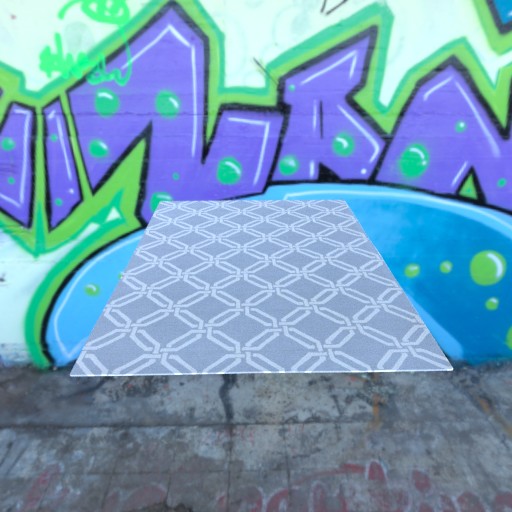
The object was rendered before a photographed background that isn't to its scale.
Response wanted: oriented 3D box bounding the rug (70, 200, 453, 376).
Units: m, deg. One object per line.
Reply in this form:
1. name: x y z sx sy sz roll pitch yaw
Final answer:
1. rug: 0.000 0.000 2.705 1.522 0.013 2.133 -1 26 -1
